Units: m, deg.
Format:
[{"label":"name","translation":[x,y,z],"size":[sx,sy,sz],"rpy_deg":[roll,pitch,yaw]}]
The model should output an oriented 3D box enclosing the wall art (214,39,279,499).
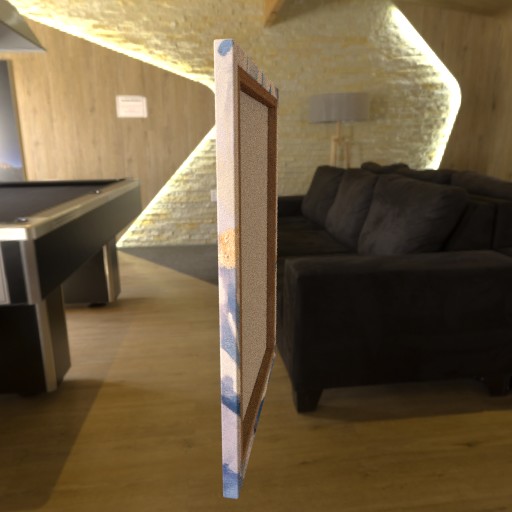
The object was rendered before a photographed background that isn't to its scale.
[{"label":"wall art","translation":[0.000,0.000,1.307],"size":[0.038,1.015,0.761],"rpy_deg":[2,14,9]}]
